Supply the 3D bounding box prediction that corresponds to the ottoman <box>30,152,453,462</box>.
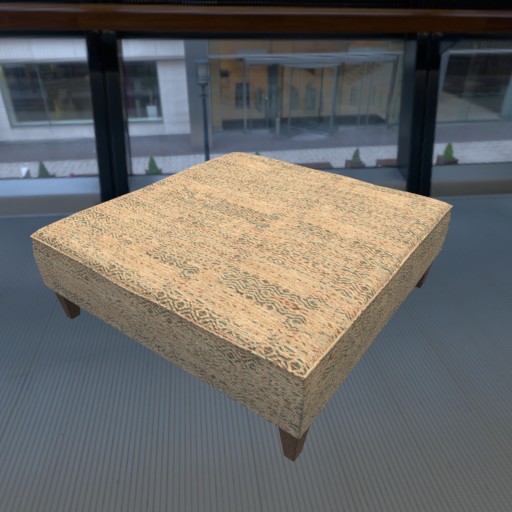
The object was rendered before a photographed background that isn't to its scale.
[{"bbox_3d":[0.000,0.000,1.498,0.968,0.356,1.004,21,37,30],"label":"ottoman"}]
